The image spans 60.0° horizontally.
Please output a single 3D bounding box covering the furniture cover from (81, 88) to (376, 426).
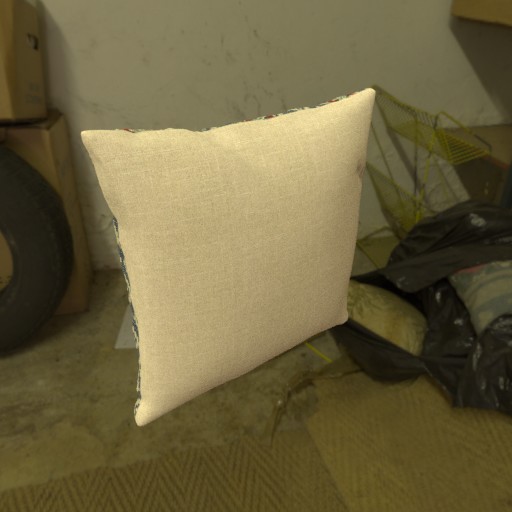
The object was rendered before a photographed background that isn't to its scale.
[{"bbox_3d":[0.000,0.000,0.655,0.431,0.431,0.139,-20,35,-30],"label":"furniture cover"}]
